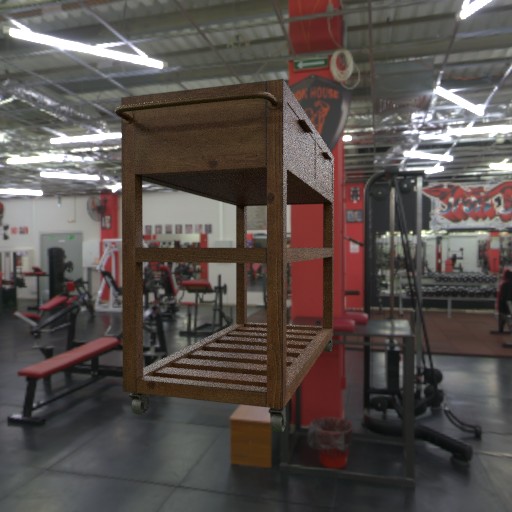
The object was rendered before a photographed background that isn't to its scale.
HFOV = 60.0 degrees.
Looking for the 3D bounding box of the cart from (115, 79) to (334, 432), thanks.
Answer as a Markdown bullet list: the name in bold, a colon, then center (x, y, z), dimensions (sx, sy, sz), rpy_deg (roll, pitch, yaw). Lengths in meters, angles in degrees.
- **cart**: center (0.000, 0.000, 1.520), dimensions (0.445, 0.830, 1.065), rpy_deg (0, 1, 17)
